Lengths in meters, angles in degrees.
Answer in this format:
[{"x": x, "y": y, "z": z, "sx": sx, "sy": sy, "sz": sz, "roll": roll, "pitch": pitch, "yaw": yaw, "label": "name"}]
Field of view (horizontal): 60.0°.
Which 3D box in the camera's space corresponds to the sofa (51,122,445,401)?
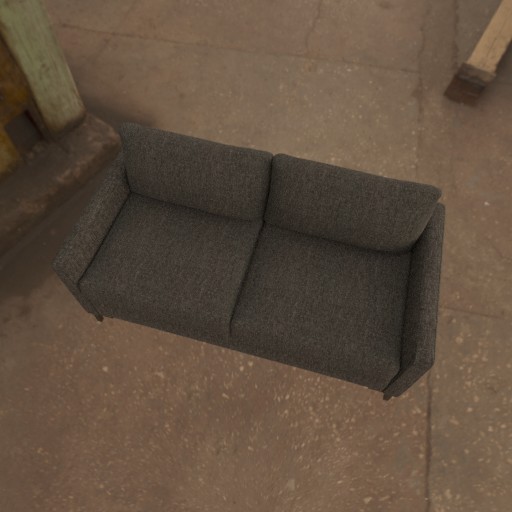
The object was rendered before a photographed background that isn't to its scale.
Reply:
[{"x": 0.000, "y": 0.000, "z": 2.226, "sx": 1.716, "sy": 0.862, "sz": 0.866, "roll": 13, "pitch": 59, "yaw": 8, "label": "sofa"}]
